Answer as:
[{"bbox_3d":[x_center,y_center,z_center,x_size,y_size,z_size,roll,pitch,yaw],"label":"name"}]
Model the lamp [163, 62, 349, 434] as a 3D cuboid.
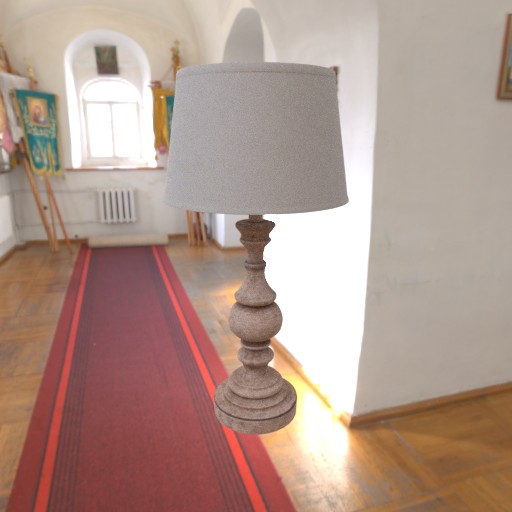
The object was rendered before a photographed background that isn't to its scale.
[{"bbox_3d":[0.000,0.000,0.857,0.340,0.678,0.340,0,16,0],"label":"lamp"}]
